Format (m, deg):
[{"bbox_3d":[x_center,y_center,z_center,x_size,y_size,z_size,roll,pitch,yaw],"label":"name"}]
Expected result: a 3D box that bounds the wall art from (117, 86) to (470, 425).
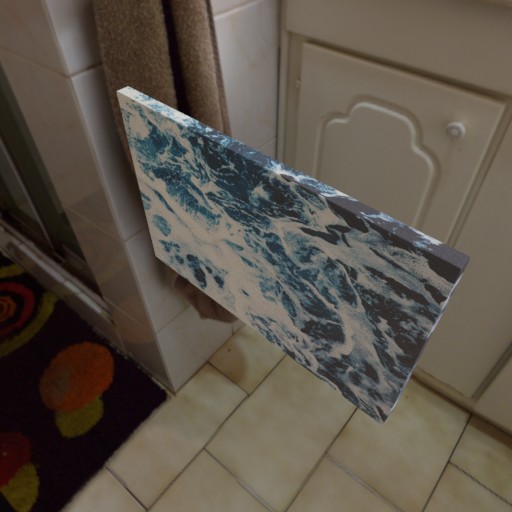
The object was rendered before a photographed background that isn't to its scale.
[{"bbox_3d":[0.000,0.000,1.147,0.915,0.610,0.042,33,55,27],"label":"wall art"}]
